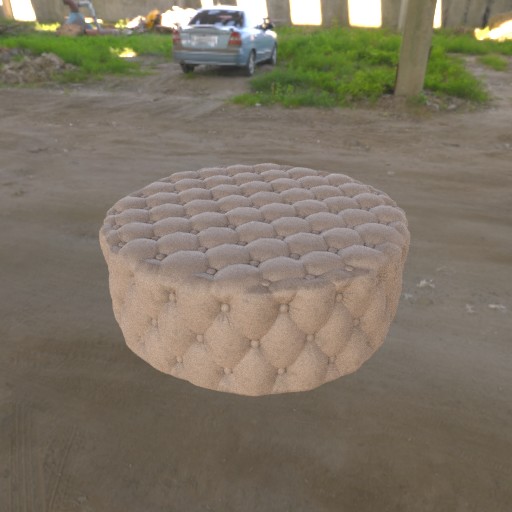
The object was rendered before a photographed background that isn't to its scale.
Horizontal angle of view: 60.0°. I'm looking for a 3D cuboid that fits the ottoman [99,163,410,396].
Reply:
[{"bbox_3d":[0.000,0.000,1.550,0.998,0.399,0.998,0,29,0],"label":"ottoman"}]
